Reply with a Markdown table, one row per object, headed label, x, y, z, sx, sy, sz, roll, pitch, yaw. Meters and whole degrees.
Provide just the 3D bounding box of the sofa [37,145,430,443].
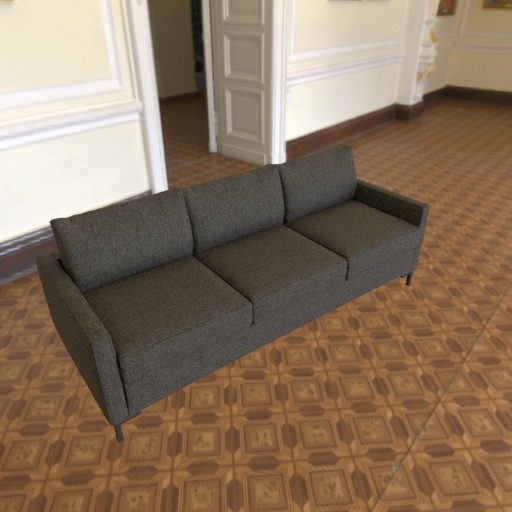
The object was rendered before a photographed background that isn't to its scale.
| label | x | y | z | sx | sy | sz | roll | pitch | yaw |
| --- | --- | --- | --- | --- | --- | --- | --- | --- | --- |
| sofa | 0.000 | 0.000 | 2.669 | 2.253 | 0.879 | 0.876 | -21 | 36 | -31 |
